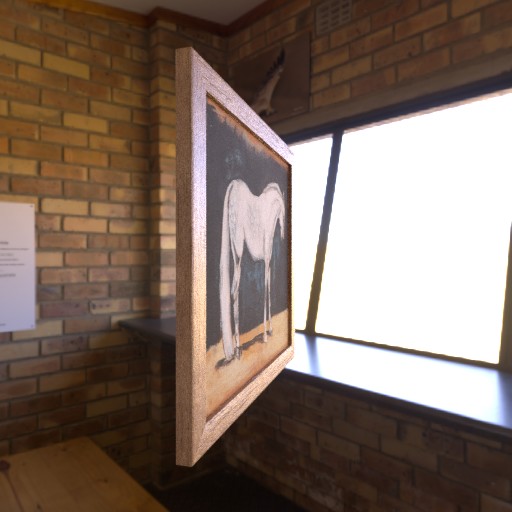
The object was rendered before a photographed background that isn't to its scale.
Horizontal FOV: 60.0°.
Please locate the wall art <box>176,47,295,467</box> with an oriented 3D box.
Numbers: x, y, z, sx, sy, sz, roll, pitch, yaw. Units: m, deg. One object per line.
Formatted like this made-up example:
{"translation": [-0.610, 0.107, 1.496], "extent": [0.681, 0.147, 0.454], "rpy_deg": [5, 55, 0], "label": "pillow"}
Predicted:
{"translation": [0.000, 0.000, 0.953], "extent": [0.026, 0.588, 0.690], "rpy_deg": [0, 0, 17], "label": "wall art"}
